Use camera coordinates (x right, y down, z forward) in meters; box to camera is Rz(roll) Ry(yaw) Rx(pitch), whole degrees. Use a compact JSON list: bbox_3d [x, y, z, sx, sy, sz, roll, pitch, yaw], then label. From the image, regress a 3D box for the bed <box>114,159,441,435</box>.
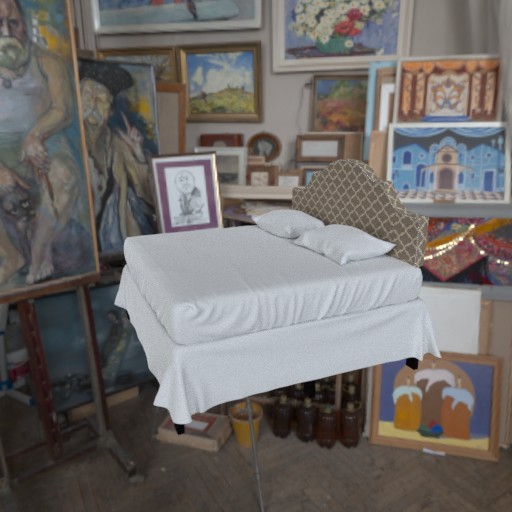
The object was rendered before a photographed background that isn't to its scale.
[{"bbox_3d":[0.000,0.000,3.852,2.222,1.601,2.314,-7,17,-23],"label":"bed"}]
